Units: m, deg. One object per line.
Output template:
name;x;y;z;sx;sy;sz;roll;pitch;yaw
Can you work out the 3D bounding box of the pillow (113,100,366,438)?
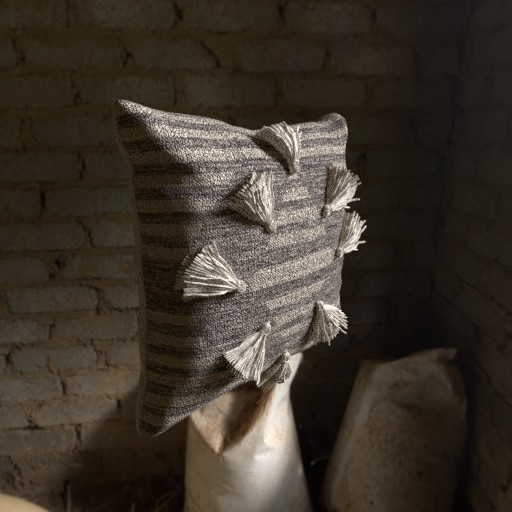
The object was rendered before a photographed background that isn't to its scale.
pillow;0.000;0.000;0.766;0.234;0.490;0.484;15;21;42
